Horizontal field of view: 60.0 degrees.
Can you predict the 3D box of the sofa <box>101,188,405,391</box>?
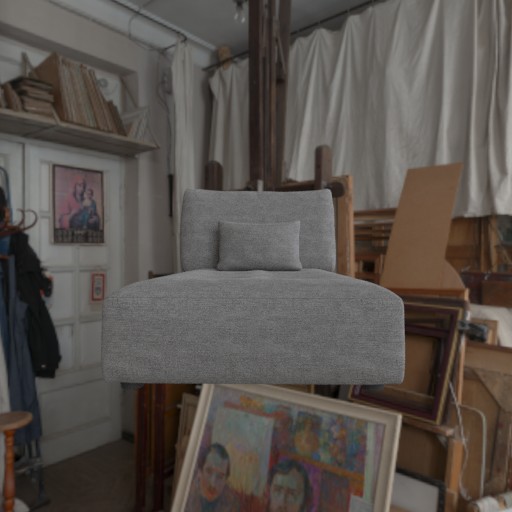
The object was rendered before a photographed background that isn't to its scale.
[{"bbox_3d":[0.000,0.000,2.023,0.930,0.820,1.450,0,0,1],"label":"sofa"}]
